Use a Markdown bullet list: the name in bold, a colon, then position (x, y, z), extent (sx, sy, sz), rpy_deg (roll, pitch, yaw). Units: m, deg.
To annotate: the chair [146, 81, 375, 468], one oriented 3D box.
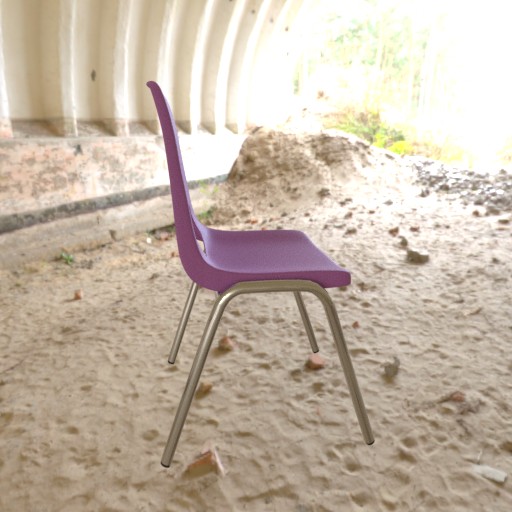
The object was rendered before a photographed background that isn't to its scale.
- **chair**: position (0.000, 0.000, 0.679), extent (0.301, 0.493, 0.291), rpy_deg (-2, 16, -9)
